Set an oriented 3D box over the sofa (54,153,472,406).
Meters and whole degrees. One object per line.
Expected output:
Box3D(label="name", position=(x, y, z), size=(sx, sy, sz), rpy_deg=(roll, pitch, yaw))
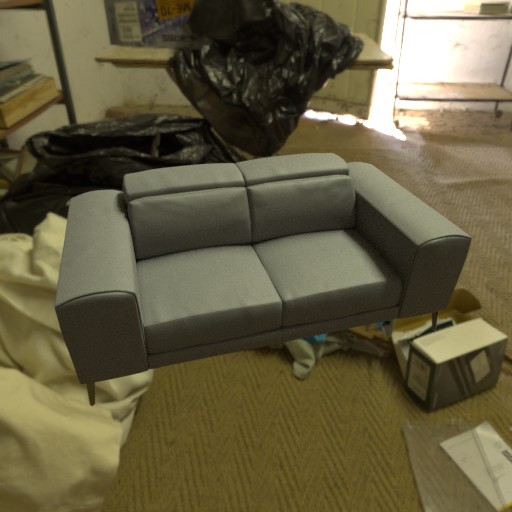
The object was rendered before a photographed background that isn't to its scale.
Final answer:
Box3D(label="sofa", position=(0.000, 0.000, 2.403), size=(1.895, 0.779, 1.003), rpy_deg=(-9, 34, -13))
